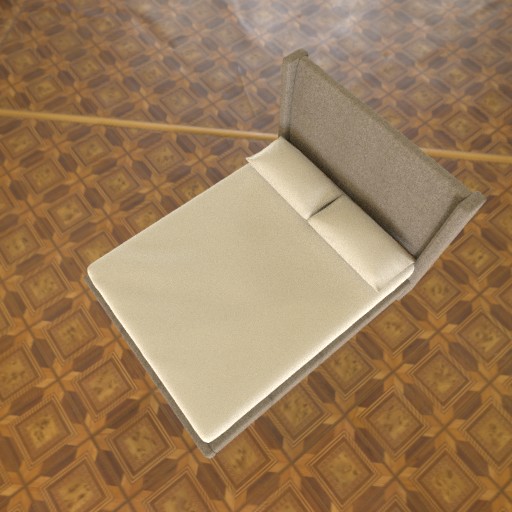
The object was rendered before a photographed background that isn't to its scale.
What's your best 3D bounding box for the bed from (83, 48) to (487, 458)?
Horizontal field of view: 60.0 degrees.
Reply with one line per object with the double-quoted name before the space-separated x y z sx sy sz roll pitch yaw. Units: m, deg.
"bed" 0.000 0.000 3.322 2.245 1.481 1.714 -36 69 -16
